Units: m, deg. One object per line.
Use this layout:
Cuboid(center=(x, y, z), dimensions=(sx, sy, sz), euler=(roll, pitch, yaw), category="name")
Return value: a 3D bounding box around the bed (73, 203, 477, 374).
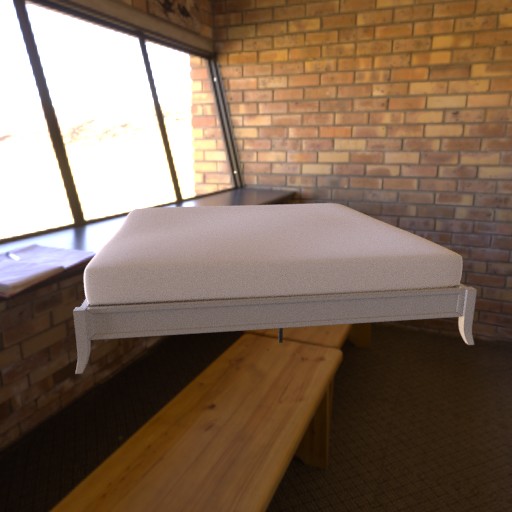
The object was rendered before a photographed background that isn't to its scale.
Cuboid(center=(0.000, 0.000, 3.134), dimensions=(2.007, 0.510, 2.108), euler=(-2, 15, -8), category="bed")
